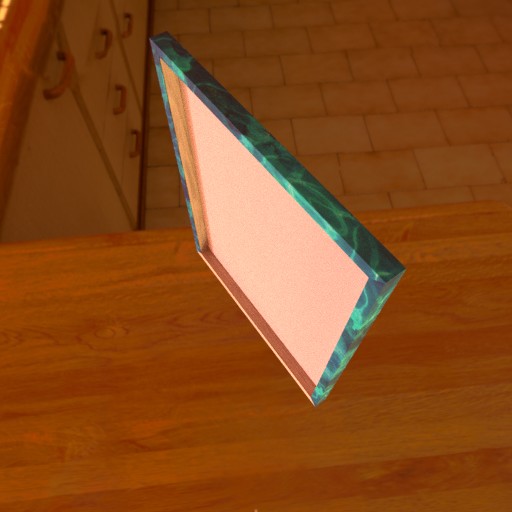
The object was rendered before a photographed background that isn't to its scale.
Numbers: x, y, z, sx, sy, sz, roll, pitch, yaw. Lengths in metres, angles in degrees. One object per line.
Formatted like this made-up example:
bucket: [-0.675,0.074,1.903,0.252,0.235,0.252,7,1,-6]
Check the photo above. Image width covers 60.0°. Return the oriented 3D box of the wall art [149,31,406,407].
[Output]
wall art: [0.000,0.000,1.013,0.038,0.760,0.609,-32,65,-17]
